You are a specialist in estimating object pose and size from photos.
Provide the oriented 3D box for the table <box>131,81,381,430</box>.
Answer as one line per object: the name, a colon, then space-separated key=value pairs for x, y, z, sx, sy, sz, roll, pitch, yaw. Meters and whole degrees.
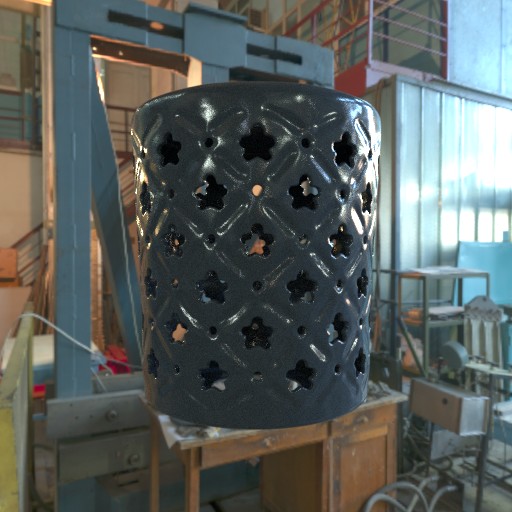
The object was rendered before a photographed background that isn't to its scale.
table: x=0.000 y=0.000 z=0.646 sx=0.352 sy=0.387 sz=0.352 roll=0 pitch=1 yaw=0
